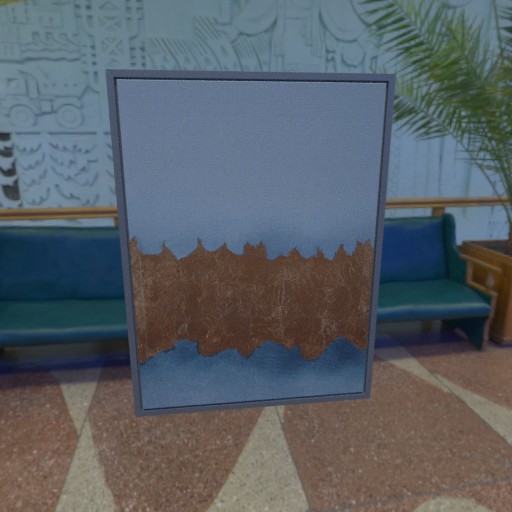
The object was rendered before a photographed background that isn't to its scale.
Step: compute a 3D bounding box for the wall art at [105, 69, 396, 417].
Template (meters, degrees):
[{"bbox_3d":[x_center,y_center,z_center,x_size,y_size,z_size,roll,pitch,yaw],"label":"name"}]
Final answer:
[{"bbox_3d":[0.000,0.000,1.350,0.789,1.042,0.034,-2,16,-7],"label":"wall art"}]
